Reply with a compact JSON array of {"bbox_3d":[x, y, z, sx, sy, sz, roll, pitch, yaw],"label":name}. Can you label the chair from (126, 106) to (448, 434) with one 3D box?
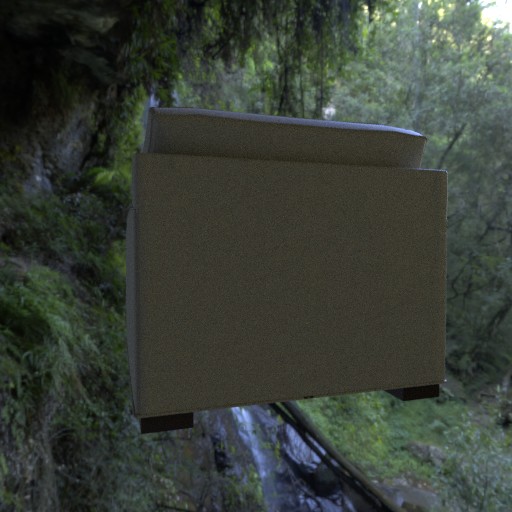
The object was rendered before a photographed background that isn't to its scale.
[{"bbox_3d":[0.000,0.000,1.789,0.998,0.913,1.043,-1,2,-17],"label":"chair"}]
